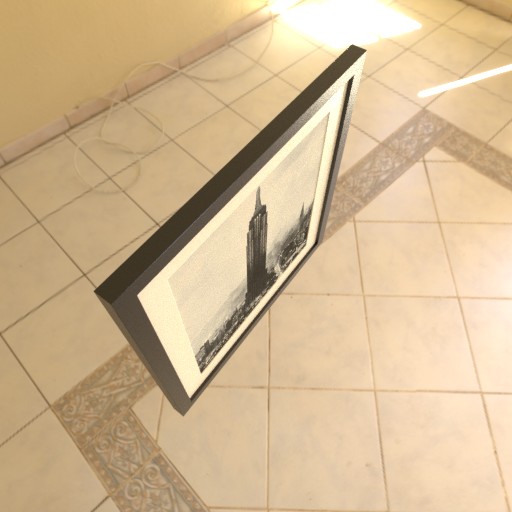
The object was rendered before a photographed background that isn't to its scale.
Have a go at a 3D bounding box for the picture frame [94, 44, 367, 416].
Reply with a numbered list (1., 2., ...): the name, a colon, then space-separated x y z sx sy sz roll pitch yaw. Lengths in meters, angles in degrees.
1. picture frame: 0.000 0.000 0.834 0.029 0.557 0.559 32 64 18
